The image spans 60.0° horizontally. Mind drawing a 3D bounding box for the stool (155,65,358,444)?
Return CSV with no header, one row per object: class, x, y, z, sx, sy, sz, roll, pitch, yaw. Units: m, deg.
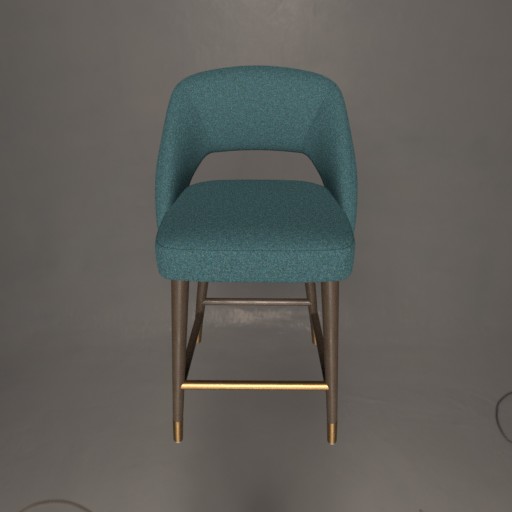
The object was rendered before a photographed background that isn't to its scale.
stool,0.000,0.000,1.250,0.536,0.939,0.522,0,30,1
